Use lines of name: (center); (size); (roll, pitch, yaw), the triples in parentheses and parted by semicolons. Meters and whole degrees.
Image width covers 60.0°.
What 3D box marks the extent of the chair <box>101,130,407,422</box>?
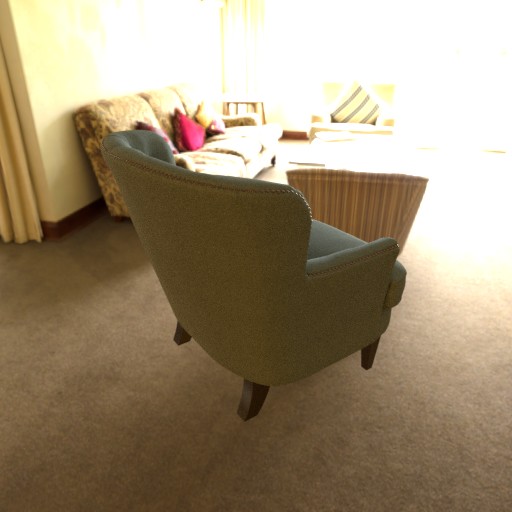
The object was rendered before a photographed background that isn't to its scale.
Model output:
chair: (0.000, 0.000, 1.574); (0.906, 0.868, 0.848); (-17, 31, -31)
